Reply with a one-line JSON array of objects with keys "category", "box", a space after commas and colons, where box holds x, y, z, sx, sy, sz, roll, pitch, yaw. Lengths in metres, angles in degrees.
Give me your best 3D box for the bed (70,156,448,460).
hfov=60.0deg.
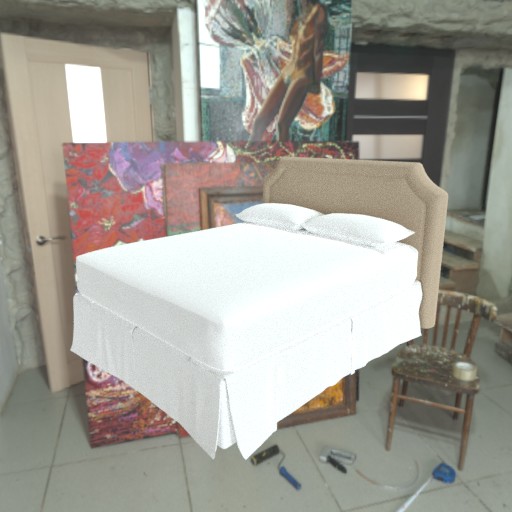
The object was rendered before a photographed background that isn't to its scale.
[{"category": "bed", "box": [0.000, 0.000, 3.221, 2.204, 1.301, 1.828, -15, 21, -43]}]
